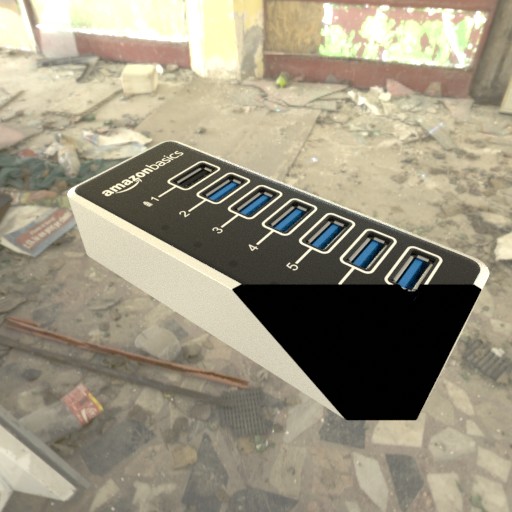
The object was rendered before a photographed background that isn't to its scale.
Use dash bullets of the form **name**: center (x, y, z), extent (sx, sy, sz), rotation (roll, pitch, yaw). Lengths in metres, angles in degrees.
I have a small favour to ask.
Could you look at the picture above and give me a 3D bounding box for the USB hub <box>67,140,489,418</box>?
- **USB hub**: center (0.000, 0.000, 0.125), extent (0.110, 0.023, 0.044), rotation (27, 48, 27)
